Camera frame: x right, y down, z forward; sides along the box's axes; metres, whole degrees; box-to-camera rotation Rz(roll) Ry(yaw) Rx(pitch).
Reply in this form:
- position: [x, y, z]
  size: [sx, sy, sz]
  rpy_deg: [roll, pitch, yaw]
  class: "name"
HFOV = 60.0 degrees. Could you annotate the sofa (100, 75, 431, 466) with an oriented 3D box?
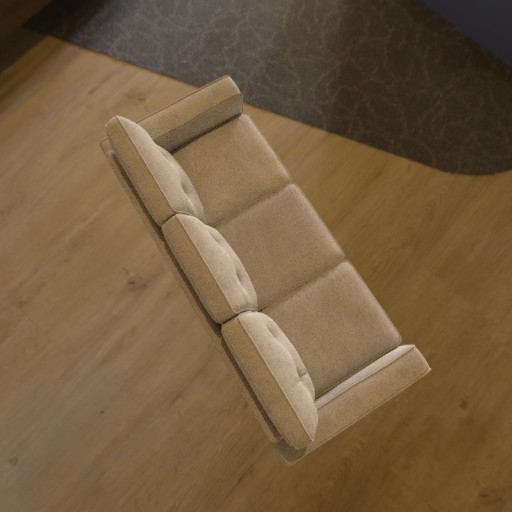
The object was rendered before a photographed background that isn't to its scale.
- position: [0.000, 0.000, 2.662]
  size: [0.939, 0.965, 2.133]
  rpy_deg: [-31, 78, -7]
  class: "sofa"
